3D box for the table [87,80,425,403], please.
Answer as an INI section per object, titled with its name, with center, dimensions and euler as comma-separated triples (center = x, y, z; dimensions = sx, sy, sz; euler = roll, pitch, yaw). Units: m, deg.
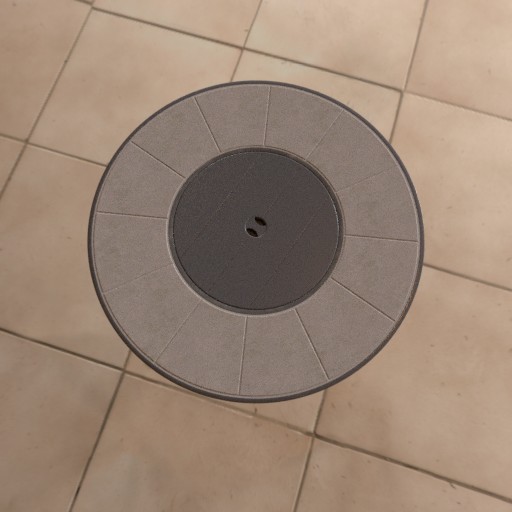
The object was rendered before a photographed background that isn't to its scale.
[table]
center = 0.000, 0.000, 1.521
dimensions = 0.914, 0.650, 0.914
euler = 0, 76, 0
